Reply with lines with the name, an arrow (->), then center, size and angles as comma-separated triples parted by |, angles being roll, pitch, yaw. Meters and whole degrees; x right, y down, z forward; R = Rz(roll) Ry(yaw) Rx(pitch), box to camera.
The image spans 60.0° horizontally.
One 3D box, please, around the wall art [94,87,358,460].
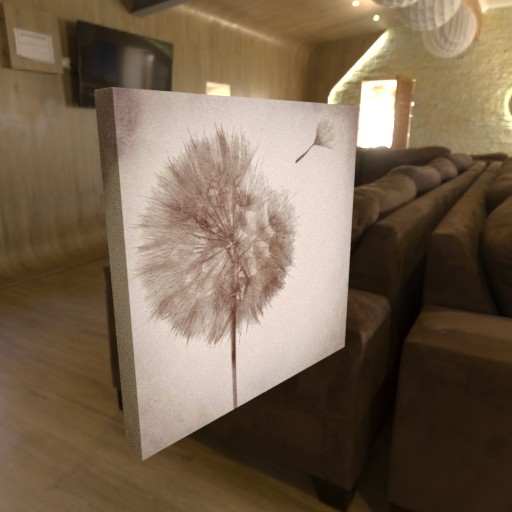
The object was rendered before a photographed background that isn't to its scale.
wall art -> 0.000, 0.000, 0.455 | 0.303, 0.303, 0.028 | -15, 21, -43
